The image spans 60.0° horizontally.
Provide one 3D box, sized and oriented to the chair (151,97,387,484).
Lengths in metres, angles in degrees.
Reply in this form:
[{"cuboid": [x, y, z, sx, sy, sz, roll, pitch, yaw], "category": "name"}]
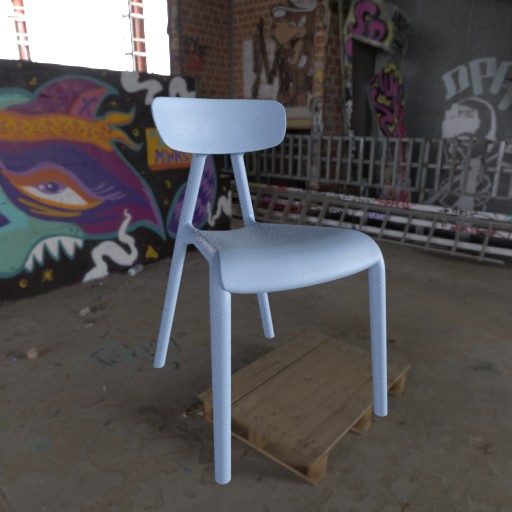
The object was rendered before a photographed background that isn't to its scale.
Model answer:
[{"cuboid": [0.000, 0.000, 0.842, 0.356, 0.580, 0.401, -9, 19, -28], "category": "chair"}]
